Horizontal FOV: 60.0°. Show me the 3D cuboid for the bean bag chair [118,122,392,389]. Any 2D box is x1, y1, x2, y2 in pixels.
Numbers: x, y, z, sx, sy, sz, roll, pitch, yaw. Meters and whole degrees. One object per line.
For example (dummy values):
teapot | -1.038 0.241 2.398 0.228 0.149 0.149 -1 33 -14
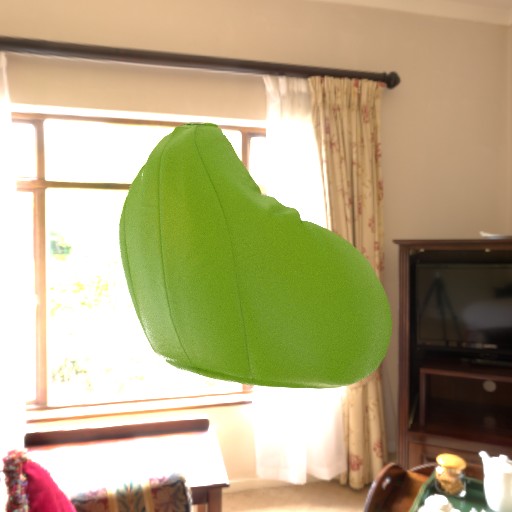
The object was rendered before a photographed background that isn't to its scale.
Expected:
bean bag chair | 0.000 0.000 1.925 1.070 0.990 1.070 1 1 38
